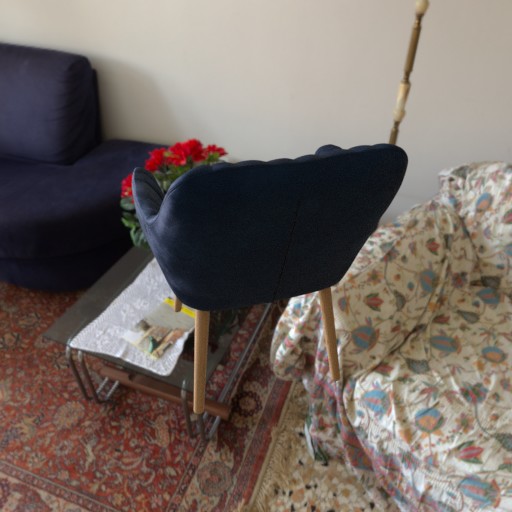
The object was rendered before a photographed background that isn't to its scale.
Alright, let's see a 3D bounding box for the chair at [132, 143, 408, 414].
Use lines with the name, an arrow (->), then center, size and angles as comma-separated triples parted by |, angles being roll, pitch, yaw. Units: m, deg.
chair -> 0.000, 0.000, 1.198 | 0.578, 0.826, 0.573 | -10, 39, -12
